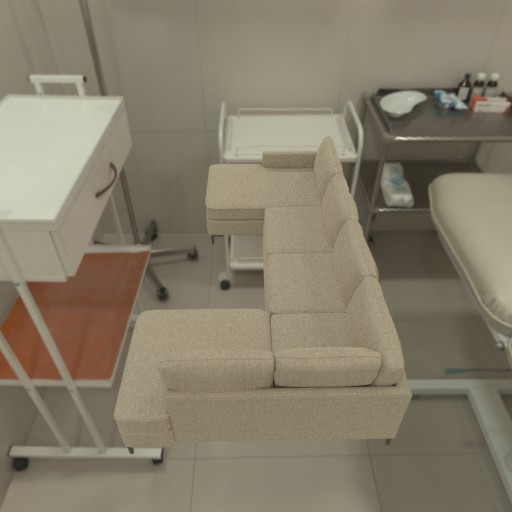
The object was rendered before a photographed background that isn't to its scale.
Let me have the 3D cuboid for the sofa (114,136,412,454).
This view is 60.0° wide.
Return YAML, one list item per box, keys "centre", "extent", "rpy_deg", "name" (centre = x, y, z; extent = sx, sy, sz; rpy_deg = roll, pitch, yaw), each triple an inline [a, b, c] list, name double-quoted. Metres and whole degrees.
- centre: [0.000, 0.000, 4.320]
  extent: [2.021, 0.996, 3.423]
  rpy_deg: [-1, 42, -1]
  name: "sofa"
